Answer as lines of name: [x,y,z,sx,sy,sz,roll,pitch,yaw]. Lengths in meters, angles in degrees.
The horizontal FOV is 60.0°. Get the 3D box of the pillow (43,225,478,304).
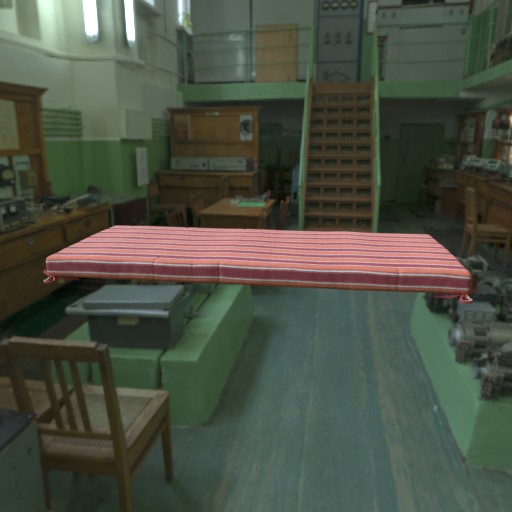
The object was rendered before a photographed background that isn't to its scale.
pillow: [0.000,0.000,1.369,1.187,0.081,0.492,2,16,7]
